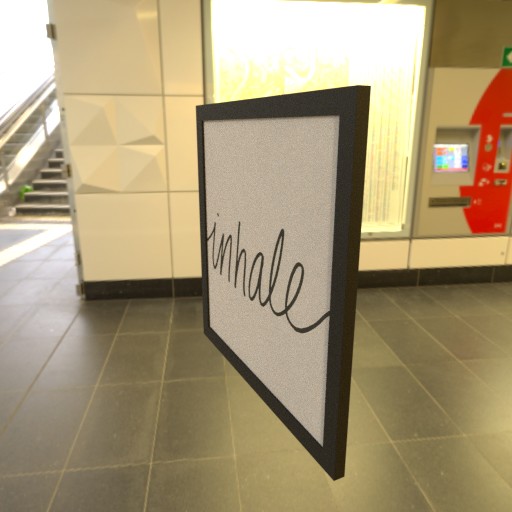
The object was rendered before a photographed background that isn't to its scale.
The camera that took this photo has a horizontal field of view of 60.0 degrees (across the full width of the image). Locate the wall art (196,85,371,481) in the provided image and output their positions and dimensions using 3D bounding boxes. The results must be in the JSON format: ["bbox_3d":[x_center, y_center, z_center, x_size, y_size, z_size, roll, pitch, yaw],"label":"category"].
[{"bbox_3d":[0.000,0.000,0.530,0.013,0.356,0.356,-8,18,-26],"label":"wall art"}]
